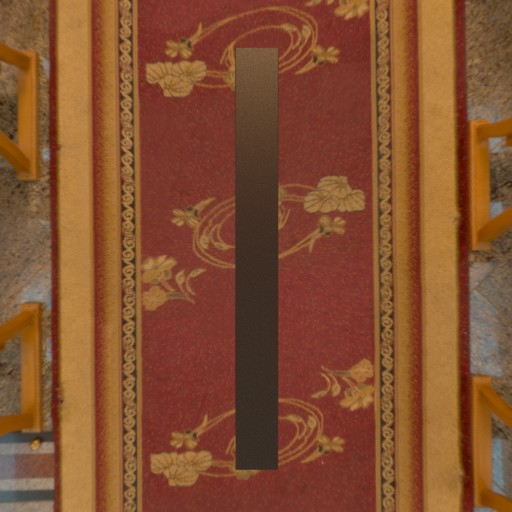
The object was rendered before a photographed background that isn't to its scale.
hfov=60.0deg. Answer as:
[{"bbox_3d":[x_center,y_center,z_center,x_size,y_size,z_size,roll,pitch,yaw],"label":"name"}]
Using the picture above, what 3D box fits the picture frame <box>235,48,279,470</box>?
[{"bbox_3d":[0.000,0.000,0.534,0.034,0.378,0.328,0,91,0],"label":"picture frame"}]
